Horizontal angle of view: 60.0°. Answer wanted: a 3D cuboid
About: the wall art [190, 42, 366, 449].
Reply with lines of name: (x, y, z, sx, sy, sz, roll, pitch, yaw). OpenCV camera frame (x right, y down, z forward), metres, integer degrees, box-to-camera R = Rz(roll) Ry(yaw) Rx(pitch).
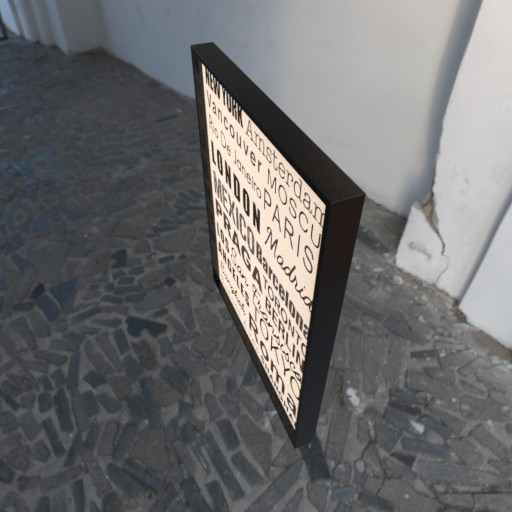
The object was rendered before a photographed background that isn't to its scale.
wall art: (0.000, 0.000, 0.755, 0.038, 0.551, 0.448, -16, 47, -16)
